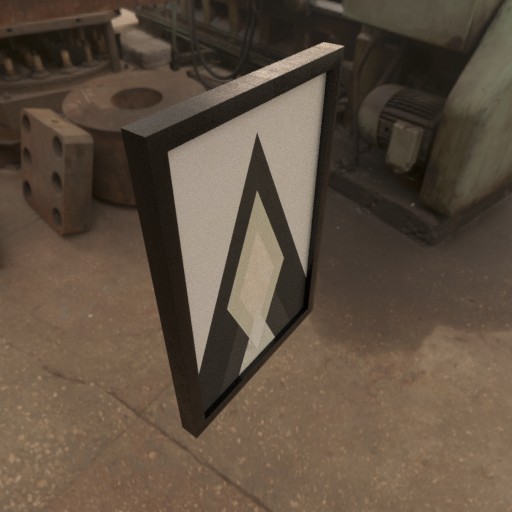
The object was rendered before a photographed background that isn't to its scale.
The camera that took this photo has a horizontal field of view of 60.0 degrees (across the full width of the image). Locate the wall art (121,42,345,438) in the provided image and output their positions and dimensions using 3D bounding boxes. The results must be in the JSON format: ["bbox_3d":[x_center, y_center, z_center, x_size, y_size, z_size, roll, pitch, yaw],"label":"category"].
[{"bbox_3d":[0.000,0.000,0.586,0.031,0.457,0.313,26,47,28],"label":"wall art"}]
